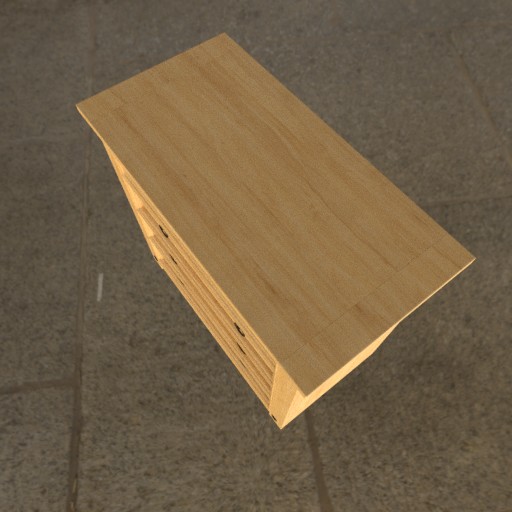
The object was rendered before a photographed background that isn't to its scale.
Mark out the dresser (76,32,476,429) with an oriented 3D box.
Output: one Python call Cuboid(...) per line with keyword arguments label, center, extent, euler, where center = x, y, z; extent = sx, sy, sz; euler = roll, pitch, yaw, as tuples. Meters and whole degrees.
Cuboid(label="dresser", center=(0.000, 0.000, 1.229), extent=(0.410, 0.730, 0.800), euler=(-34, 68, -16))
